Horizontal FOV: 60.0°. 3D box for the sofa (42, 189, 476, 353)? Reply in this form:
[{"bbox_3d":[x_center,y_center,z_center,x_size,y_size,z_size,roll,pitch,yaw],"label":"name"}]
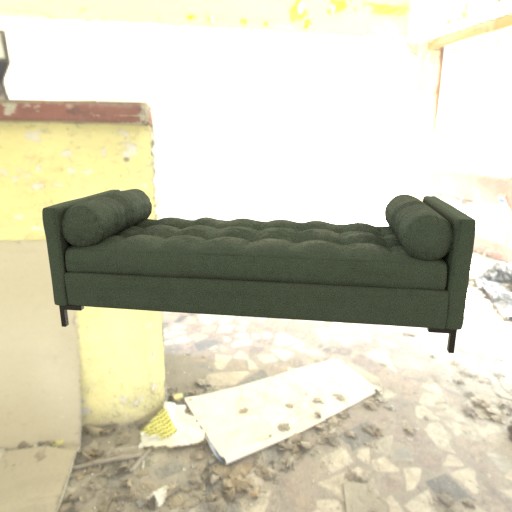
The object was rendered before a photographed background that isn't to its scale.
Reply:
[{"bbox_3d":[0.000,0.000,2.556,2.130,0.681,0.817,2,16,8],"label":"sofa"}]
